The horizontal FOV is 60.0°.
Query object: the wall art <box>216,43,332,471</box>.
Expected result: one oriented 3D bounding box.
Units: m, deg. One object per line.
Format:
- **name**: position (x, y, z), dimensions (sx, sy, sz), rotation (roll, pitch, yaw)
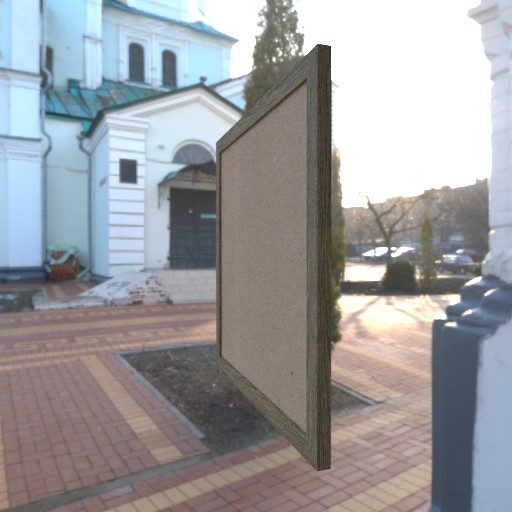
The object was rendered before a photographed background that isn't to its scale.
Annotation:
- **wall art**: position (0.000, 0.000, 0.769), dimensions (0.019, 0.508, 0.508), rotation (0, 1, -19)
